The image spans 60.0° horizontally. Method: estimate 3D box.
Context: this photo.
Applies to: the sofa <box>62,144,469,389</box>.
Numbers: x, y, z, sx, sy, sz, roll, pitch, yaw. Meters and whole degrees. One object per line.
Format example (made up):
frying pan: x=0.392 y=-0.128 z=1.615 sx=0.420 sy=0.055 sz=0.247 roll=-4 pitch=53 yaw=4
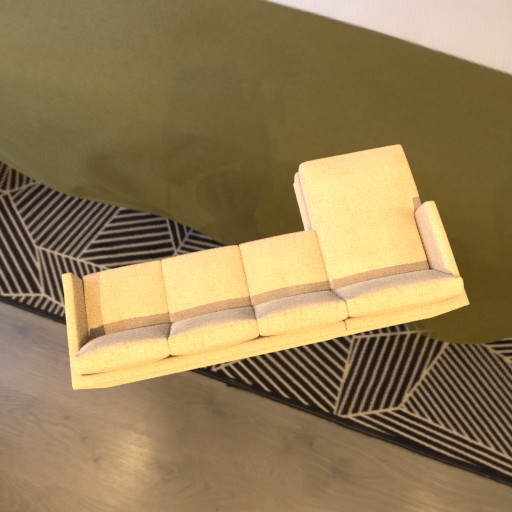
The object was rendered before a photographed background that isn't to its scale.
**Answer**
sofa: x=0.000 y=0.000 z=3.923 sx=3.205 sy=0.922 sz=1.650 roll=-11 pitch=75 yaw=-3
